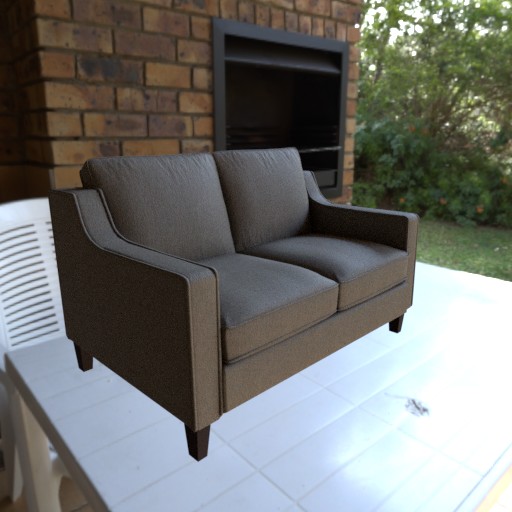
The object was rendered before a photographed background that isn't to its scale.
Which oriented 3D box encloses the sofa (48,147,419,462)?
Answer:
[{"bbox_3d":[0.000,0.000,2.124,0.985,0.981,1.503,14,21,42],"label":"sofa"}]
